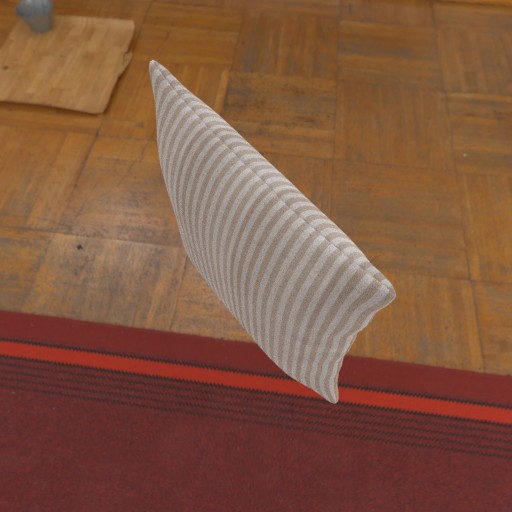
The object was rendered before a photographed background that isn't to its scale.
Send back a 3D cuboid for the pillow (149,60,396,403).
[{"bbox_3d":[0.000,0.000,0.804,0.166,0.510,0.523,-34,65,-18],"label":"pillow"}]
